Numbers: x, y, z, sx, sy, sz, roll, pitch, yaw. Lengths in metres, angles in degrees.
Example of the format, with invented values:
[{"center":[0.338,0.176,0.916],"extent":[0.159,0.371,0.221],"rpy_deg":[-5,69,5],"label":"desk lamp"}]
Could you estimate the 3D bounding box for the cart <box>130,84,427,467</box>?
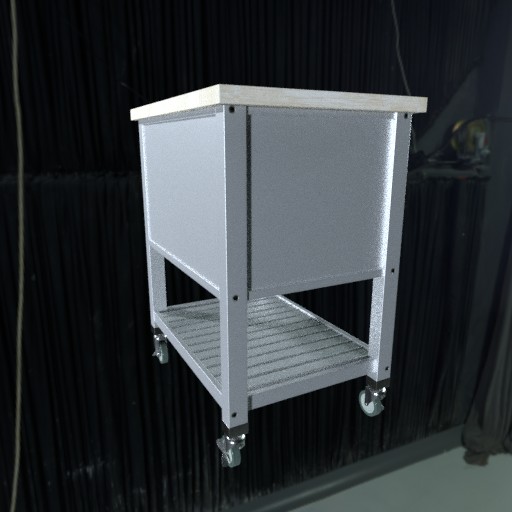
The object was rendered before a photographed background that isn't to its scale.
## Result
[{"center":[0.000,0.000,1.409],"extent":[0.559,0.914,0.762],"rpy_deg":[-7,16,-27],"label":"cart"}]
